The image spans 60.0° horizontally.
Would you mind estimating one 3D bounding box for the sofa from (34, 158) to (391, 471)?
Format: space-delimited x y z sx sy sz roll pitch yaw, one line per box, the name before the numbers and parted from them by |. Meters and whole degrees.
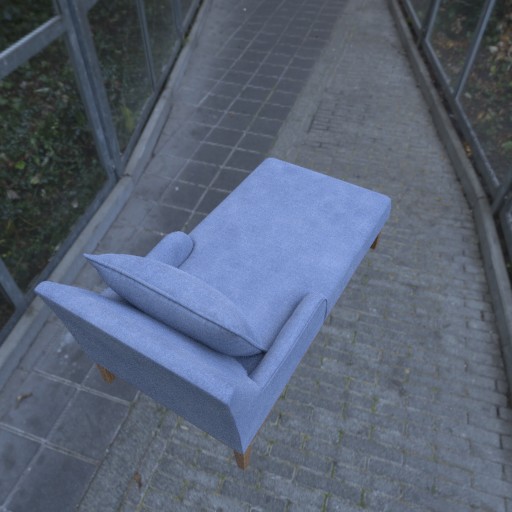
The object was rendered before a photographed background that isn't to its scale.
sofa | 0.000 0.000 2.293 0.904 0.883 1.779 23 50 21
